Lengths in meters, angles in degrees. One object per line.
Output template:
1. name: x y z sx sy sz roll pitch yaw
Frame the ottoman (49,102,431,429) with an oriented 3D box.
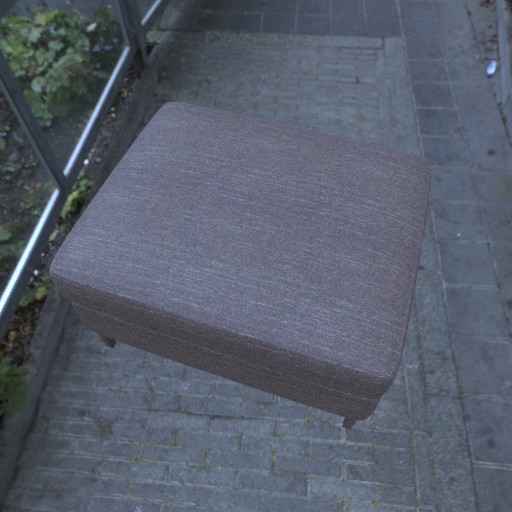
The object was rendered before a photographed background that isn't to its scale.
1. ottoman: 0.000 0.000 1.254 0.820 0.490 0.671 16 57 10
